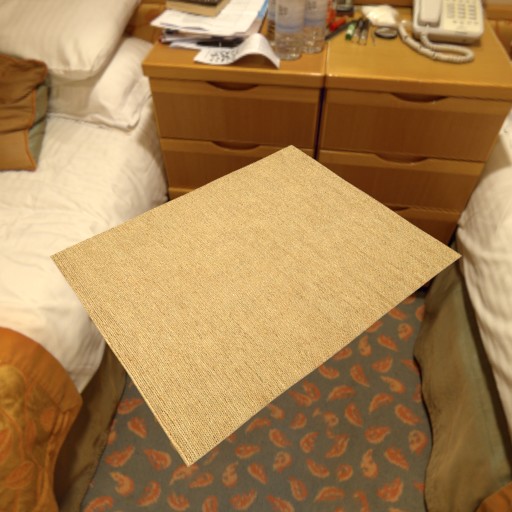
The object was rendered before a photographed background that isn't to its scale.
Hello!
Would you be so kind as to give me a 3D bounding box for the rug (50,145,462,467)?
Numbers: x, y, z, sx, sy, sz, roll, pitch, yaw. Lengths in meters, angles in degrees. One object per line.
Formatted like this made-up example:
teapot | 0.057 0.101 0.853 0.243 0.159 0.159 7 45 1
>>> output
rug | 0.000 0.000 4.166 3.034 0.012 2.406 -30 53 -25
